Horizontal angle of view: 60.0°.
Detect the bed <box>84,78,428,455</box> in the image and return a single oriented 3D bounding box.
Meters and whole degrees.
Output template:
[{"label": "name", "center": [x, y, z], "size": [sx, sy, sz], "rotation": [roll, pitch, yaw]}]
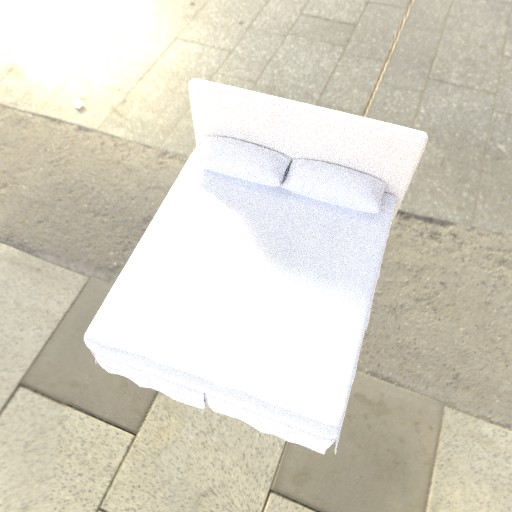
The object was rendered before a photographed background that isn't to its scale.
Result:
[{"label": "bed", "center": [0.000, 0.000, 3.625], "size": [2.119, 1.317, 2.341], "rotation": [17, 60, 10]}]
